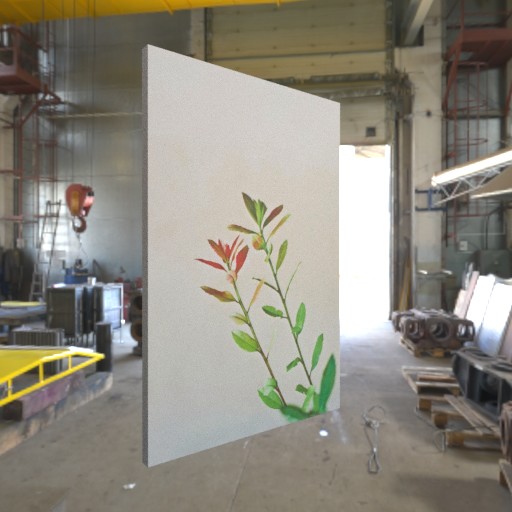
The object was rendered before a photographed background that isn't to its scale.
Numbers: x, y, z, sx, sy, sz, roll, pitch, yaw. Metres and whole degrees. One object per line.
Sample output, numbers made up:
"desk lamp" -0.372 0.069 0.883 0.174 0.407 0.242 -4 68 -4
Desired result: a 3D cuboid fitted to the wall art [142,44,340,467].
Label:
"wall art" 0.000 0.000 1.442 0.764 1.143 0.038 0 0 -37
